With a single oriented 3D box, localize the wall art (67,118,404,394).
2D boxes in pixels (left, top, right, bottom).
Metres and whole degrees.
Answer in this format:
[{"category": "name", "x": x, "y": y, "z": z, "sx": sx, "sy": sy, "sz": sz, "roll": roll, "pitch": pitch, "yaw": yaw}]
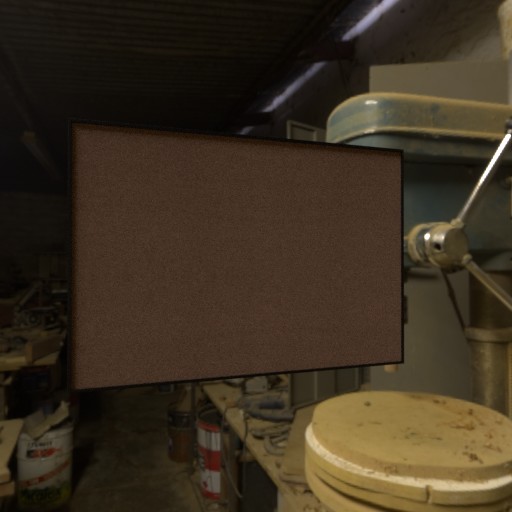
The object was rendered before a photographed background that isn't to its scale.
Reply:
[{"category": "wall art", "x": 0.000, "y": 0.000, "z": 1.223, "sx": 0.957, "sy": 0.660, "sz": 0.019, "roll": 0, "pitch": 0, "yaw": -19}]
